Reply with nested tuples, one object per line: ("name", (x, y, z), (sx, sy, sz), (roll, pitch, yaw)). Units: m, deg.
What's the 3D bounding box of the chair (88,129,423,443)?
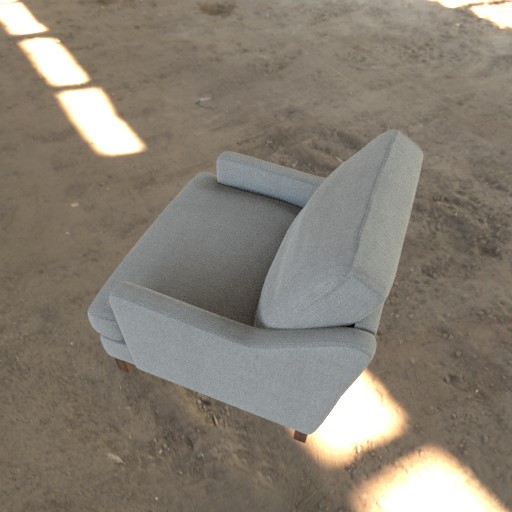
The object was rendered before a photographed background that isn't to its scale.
("chair", (0.000, 0.000, 1.532), (0.892, 0.821, 0.826), (16, 49, 15))
